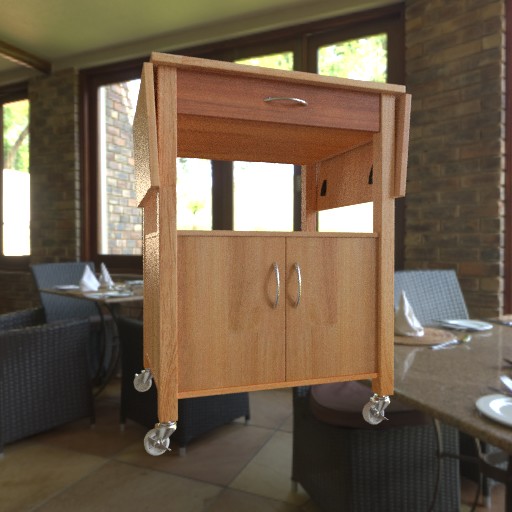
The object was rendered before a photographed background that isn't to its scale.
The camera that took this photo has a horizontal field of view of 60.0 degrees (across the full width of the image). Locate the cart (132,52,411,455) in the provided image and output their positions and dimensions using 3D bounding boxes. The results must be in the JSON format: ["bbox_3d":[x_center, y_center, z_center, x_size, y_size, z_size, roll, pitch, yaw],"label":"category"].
[{"bbox_3d":[0.000,0.000,1.237,0.640,0.838,0.508,0,1,-18],"label":"cart"}]
